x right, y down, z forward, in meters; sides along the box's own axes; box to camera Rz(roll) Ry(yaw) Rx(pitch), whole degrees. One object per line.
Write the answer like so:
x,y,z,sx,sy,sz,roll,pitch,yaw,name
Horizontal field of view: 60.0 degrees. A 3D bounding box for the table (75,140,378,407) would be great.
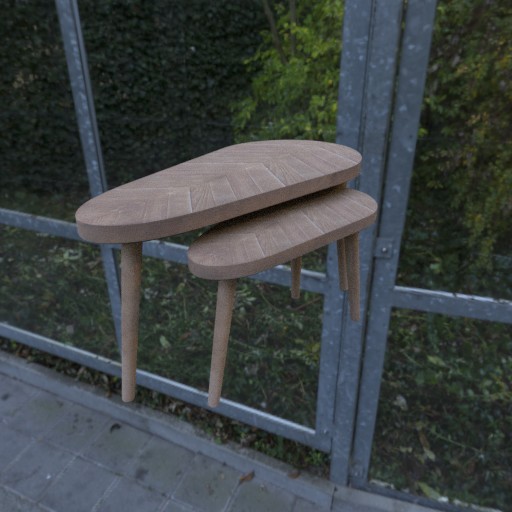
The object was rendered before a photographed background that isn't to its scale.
0.000,0.000,1.580,0.701,0.595,1.190,18,31,33,table
